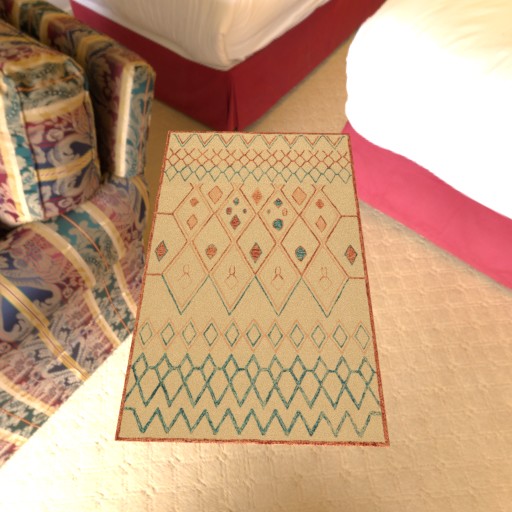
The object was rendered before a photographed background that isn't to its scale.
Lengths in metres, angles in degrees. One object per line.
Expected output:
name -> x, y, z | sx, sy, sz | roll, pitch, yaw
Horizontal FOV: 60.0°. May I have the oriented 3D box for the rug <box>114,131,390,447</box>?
rug -> 0.000, 0.000, 3.085 | 1.524, 0.015, 2.438 | 1, 58, 1
